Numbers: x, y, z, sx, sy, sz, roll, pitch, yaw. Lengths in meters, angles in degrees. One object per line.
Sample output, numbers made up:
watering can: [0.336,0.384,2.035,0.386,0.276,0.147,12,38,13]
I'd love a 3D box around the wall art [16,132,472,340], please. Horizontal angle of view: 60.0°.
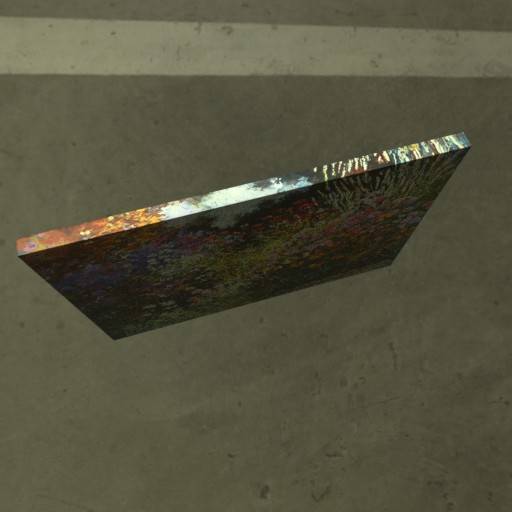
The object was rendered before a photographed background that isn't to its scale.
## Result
wall art: [0.000,0.000,1.135,0.908,0.604,0.037,-15,66,-7]
